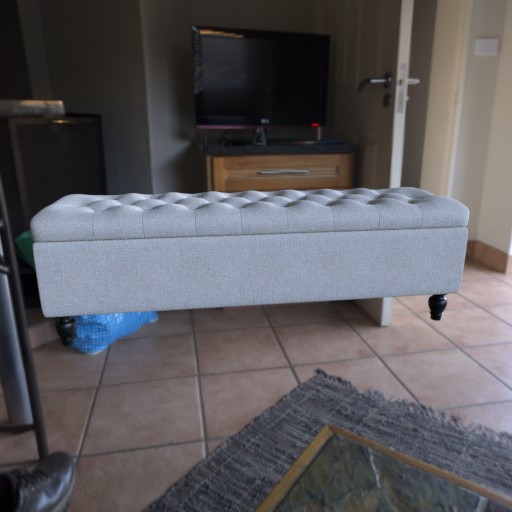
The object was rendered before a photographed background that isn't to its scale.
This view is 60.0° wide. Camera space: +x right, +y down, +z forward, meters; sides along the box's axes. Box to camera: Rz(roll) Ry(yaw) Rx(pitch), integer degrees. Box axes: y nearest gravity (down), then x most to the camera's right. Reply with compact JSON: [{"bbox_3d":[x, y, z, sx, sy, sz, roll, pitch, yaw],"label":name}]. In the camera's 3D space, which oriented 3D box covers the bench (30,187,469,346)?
[{"bbox_3d":[0.000,0.000,1.712,1.480,0.467,0.455,-2,17,-8],"label":"bench"}]
